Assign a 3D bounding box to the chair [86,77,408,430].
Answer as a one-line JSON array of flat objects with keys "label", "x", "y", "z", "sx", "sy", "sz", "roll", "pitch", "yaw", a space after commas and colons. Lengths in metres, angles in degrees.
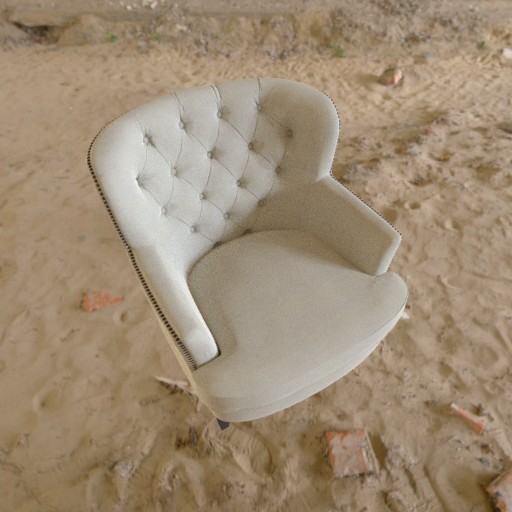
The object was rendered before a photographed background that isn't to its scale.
[{"label": "chair", "x": 0.000, "y": 0.000, "z": 1.539, "sx": 0.848, "sy": 0.868, "sz": 0.906, "roll": -23, "pitch": 50, "yaw": -21}]
